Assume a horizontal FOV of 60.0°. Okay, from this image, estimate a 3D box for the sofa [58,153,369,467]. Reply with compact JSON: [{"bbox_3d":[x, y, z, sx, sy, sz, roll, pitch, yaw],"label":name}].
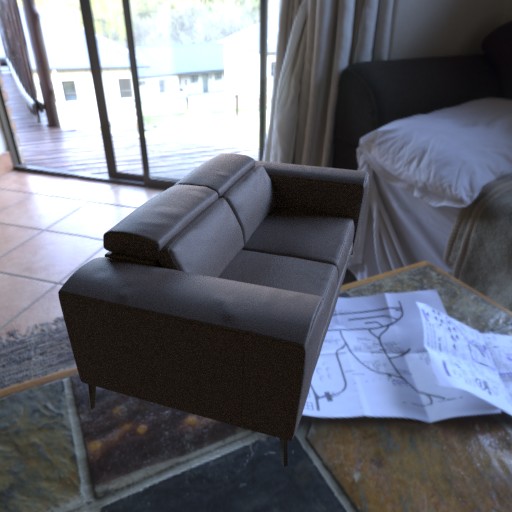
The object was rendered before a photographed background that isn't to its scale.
[{"bbox_3d":[0.000,0.000,2.441,1.003,0.779,1.895,9,30,16],"label":"sofa"}]
